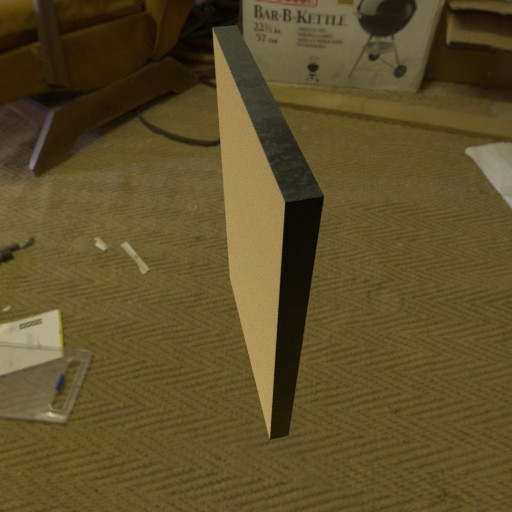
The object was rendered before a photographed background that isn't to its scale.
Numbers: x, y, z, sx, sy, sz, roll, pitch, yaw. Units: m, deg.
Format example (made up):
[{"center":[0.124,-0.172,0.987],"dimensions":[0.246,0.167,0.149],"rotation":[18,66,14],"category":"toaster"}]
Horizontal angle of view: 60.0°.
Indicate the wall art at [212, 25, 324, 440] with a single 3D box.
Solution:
[{"center":[0.000,0.000,0.582],"dimensions":[0.031,0.457,0.313],"rotation":[-10,49,-9],"category":"wall art"}]
